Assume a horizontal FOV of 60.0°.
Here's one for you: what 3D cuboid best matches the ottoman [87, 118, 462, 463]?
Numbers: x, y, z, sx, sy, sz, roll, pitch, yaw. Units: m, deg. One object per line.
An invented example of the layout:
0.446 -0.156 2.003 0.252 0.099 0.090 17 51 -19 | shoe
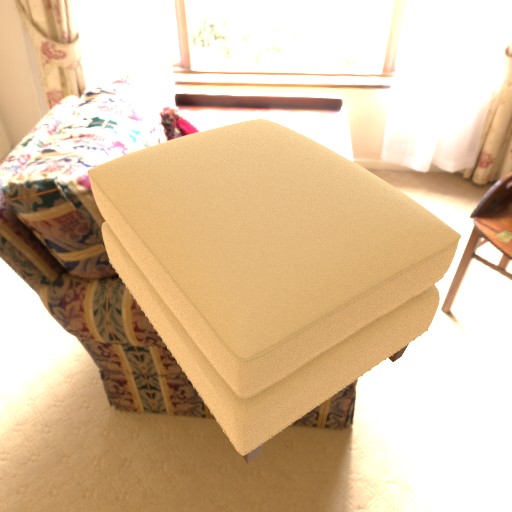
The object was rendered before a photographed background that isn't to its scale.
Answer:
0.000 0.000 1.152 0.584 0.513 0.741 -24 46 -26 | ottoman
